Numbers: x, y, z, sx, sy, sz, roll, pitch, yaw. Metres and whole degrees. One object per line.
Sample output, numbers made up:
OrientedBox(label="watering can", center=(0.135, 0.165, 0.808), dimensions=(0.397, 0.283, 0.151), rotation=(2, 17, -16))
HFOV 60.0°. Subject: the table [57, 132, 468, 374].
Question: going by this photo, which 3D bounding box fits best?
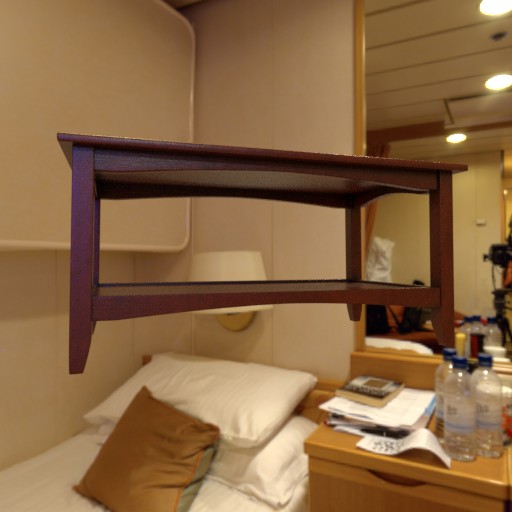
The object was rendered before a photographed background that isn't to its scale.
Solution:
OrientedBox(label="table", center=(0.000, 0.000, 1.213), dimensions=(0.943, 0.456, 0.533), rotation=(0, 0, -18))
